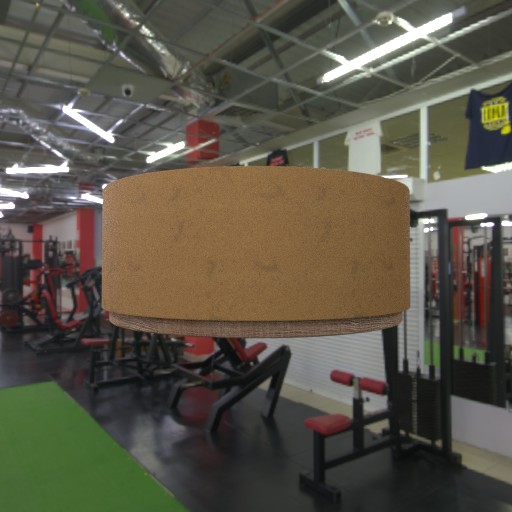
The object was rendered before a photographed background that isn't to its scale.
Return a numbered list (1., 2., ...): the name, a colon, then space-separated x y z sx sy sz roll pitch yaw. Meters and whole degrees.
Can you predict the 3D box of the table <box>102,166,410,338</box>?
1. table: 0.000 0.000 1.524 1.001 0.409 1.001 0 -1 0
